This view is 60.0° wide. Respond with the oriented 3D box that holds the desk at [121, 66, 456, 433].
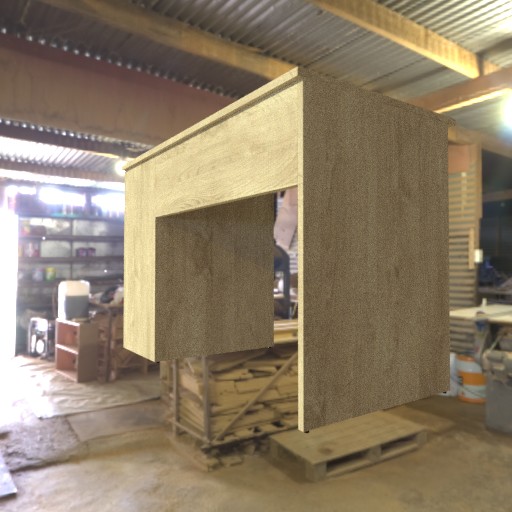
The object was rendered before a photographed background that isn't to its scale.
[{"bbox_3d":[0.000,0.000,1.489,0.560,0.735,1.097,1,-1,-35],"label":"desk"}]
